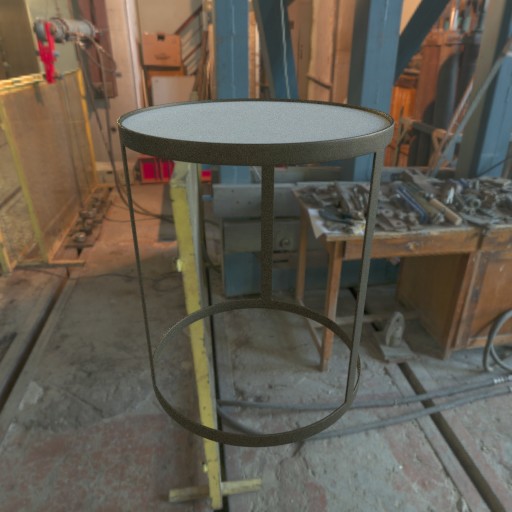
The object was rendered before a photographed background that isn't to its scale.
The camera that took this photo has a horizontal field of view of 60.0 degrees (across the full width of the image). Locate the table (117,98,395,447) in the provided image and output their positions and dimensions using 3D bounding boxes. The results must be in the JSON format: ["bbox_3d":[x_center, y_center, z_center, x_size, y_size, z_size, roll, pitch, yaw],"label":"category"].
[{"bbox_3d":[0.000,0.000,0.922,0.480,0.565,0.480,0,26,0],"label":"table"}]
